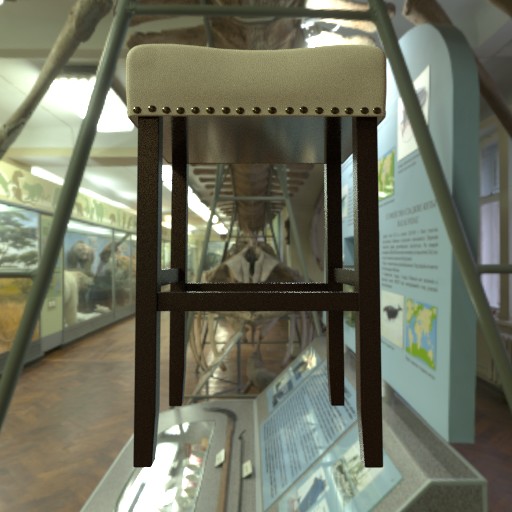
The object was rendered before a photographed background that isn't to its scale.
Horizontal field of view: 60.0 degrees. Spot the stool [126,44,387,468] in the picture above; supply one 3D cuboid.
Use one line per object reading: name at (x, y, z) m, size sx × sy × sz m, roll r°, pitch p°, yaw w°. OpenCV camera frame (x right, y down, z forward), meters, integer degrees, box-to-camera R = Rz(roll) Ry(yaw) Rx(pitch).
stool at (0.000, 0.000, 0.981) m, size 0.471 × 0.762 × 0.401 m, roll 0°, pitch -1°, yaw 0°
